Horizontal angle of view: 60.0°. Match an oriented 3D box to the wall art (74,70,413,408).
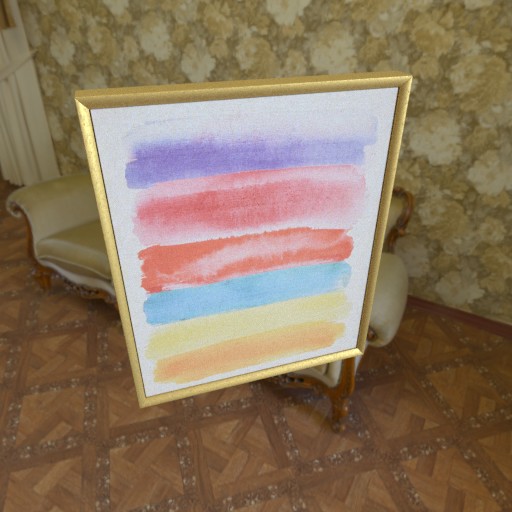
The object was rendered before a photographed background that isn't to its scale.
[{"bbox_3d":[0.000,0.000,0.864,0.537,0.642,0.048,-10,33,-15],"label":"wall art"}]
